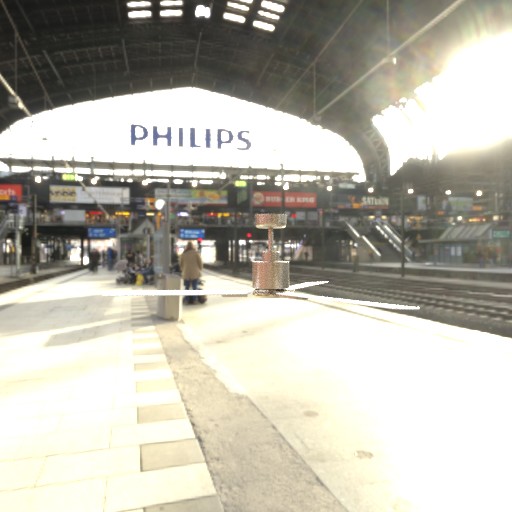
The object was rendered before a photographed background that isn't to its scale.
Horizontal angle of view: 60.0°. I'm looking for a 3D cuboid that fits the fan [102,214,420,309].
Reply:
[{"bbox_3d":[0.000,0.000,2.319,1.531,0.446,1.561,0,0,-18],"label":"fan"}]
